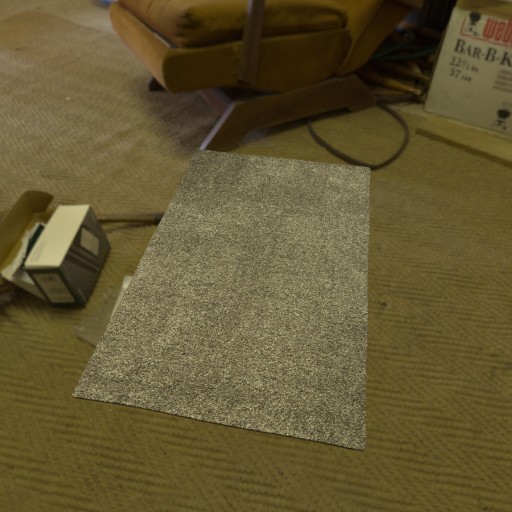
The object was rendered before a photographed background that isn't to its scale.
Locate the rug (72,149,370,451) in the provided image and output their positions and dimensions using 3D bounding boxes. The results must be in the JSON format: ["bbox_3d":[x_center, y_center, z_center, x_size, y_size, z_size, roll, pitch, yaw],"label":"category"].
[{"bbox_3d":[0.000,0.000,3.002,1.501,0.025,2.352,8,47,7],"label":"rug"}]
